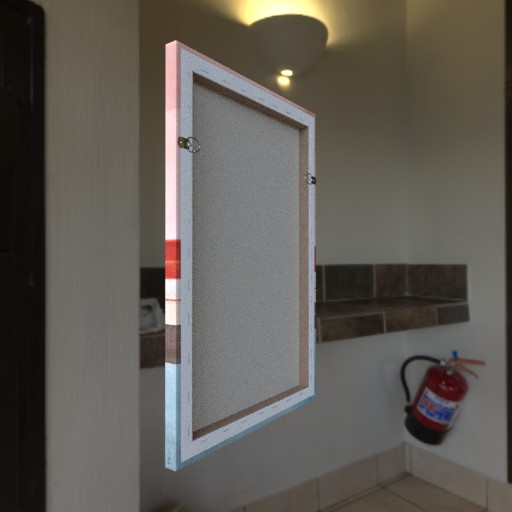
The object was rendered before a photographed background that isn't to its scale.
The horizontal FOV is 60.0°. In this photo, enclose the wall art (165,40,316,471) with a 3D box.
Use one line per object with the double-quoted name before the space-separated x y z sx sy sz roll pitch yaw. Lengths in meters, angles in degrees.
"wall art" 0.000 0.000 1.193 0.038 0.914 0.610 0 0 37
